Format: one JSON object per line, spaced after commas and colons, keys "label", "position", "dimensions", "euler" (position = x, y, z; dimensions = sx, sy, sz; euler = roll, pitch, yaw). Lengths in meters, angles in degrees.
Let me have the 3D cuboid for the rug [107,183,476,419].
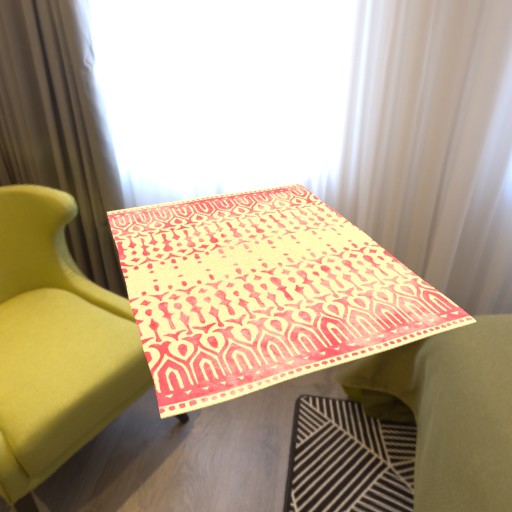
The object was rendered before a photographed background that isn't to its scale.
{"label": "rug", "position": [0.000, 0.000, 4.214], "dimensions": [2.441, 0.016, 3.095], "euler": [-11, 33, -18]}
